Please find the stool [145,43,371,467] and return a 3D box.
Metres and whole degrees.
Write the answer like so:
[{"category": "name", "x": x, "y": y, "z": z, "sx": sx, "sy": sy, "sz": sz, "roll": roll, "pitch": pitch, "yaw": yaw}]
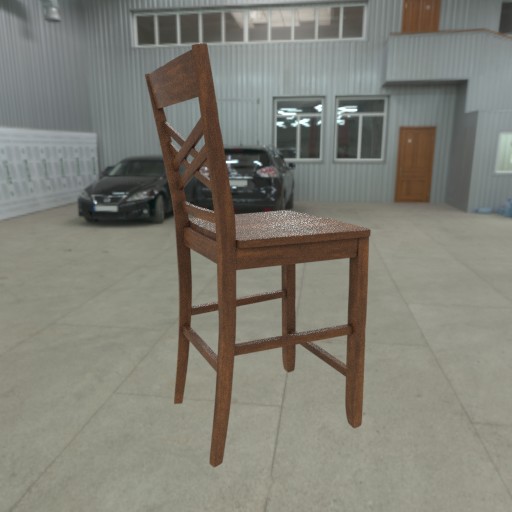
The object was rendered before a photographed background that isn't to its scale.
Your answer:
[{"category": "stool", "x": 0.000, "y": 0.000, "z": 1.366, "sx": 0.539, "sy": 1.079, "sz": 0.462, "roll": -7, "pitch": 15, "yaw": -26}]
